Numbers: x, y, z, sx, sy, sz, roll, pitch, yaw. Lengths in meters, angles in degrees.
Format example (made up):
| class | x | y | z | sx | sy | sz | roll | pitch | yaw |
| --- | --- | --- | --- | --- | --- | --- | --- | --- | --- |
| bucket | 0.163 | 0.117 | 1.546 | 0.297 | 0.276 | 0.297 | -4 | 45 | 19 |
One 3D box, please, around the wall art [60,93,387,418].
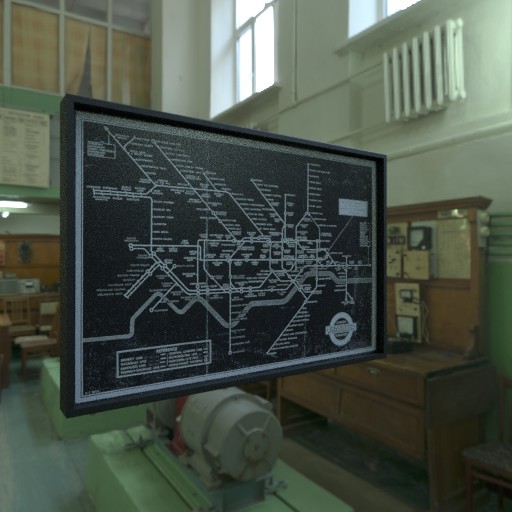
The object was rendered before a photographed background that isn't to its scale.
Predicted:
| class | x | y | z | sx | sy | sz | roll | pitch | yaw |
| --- | --- | --- | --- | --- | --- | --- | --- | --- | --- |
| wall art | 0.000 | 0.000 | 0.827 | 0.671 | 0.456 | 0.051 | 0 | 0 | -34 |
